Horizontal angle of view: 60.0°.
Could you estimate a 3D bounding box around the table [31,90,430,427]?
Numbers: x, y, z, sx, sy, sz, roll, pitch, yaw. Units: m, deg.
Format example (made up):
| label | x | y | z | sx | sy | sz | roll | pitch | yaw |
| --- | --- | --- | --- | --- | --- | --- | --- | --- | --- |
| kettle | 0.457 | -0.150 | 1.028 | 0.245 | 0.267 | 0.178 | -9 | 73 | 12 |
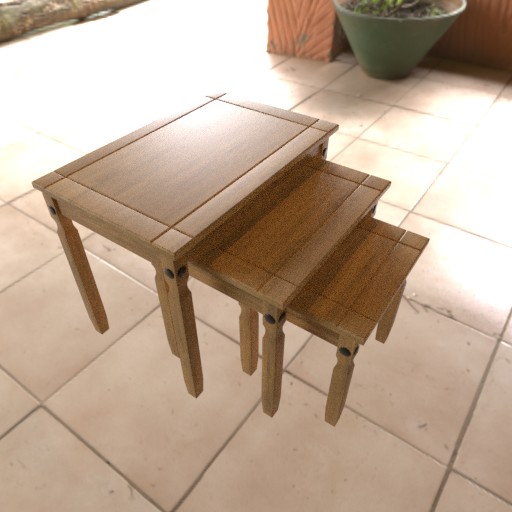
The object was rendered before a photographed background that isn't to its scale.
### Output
| label | x | y | z | sx | sy | sz | roll | pitch | yaw |
| --- | --- | --- | --- | --- | --- | --- | --- | --- | --- |
| table | 0.000 | 0.000 | 1.209 | 0.773 | 0.535 | 0.660 | 25 | 47 | 25 |
